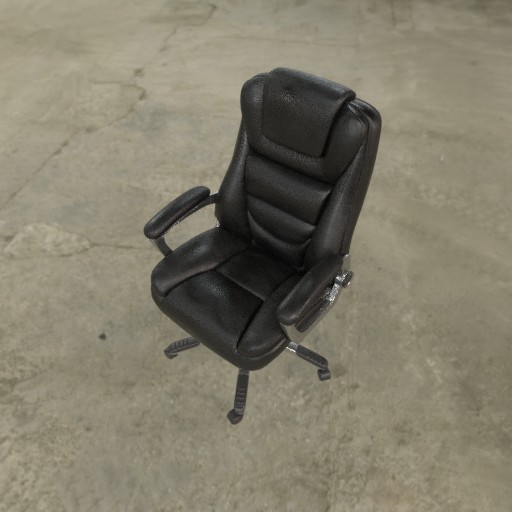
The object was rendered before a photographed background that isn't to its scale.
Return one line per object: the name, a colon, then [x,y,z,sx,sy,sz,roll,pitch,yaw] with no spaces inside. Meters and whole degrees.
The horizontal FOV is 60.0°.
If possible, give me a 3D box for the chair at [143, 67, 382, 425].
chair: [0.000,0.000,1.552,0.697,1.075,0.689,30,52,27]
